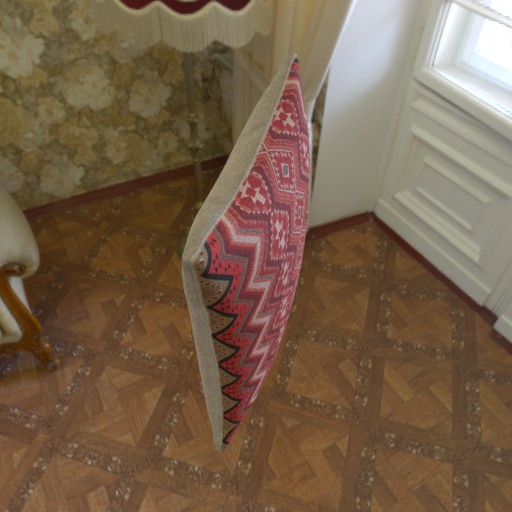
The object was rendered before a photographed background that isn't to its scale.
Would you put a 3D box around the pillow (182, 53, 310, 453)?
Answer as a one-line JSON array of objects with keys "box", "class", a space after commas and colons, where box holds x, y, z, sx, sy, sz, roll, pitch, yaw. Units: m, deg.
[{"box": [0.000, 0.000, 0.789, 0.158, 0.511, 0.513, 11, 47, 10], "class": "pillow"}]
